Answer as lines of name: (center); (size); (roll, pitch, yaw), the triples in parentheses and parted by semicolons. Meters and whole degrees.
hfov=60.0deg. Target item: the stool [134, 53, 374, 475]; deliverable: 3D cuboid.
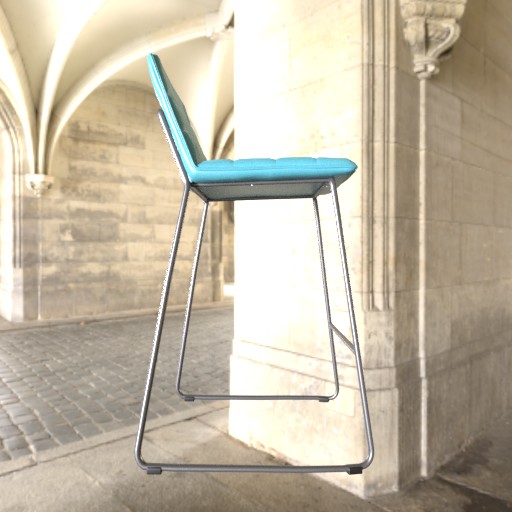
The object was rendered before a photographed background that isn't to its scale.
stool: (0.000, 0.000, 1.189); (0.524, 0.936, 0.489); (0, 1, 1)
